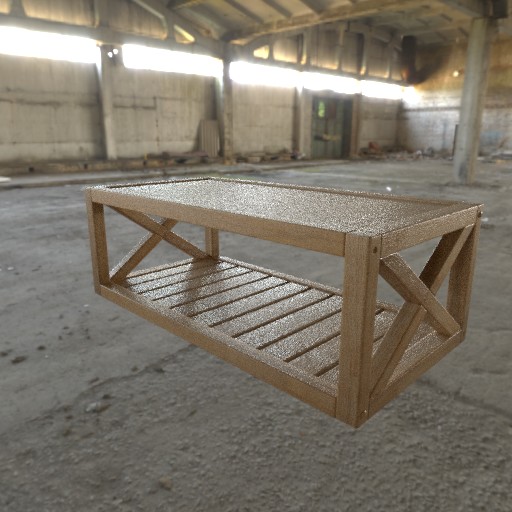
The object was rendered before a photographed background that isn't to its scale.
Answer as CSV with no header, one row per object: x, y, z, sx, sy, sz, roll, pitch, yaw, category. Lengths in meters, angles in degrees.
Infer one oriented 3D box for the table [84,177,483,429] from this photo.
0.000,0.000,1.634,1.321,0.457,0.660,15,21,43,table
